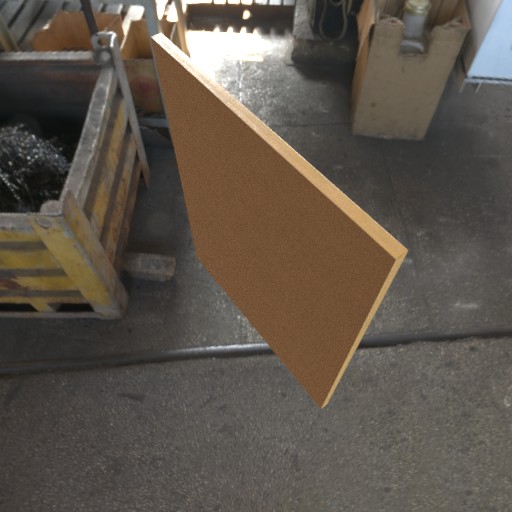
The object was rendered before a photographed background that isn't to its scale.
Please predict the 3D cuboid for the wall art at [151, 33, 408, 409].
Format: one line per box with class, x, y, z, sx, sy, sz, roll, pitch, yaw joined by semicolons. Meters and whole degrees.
wall art;0.000;0.000;1.327;0.030;1.002;0.798;-33;63;-19
